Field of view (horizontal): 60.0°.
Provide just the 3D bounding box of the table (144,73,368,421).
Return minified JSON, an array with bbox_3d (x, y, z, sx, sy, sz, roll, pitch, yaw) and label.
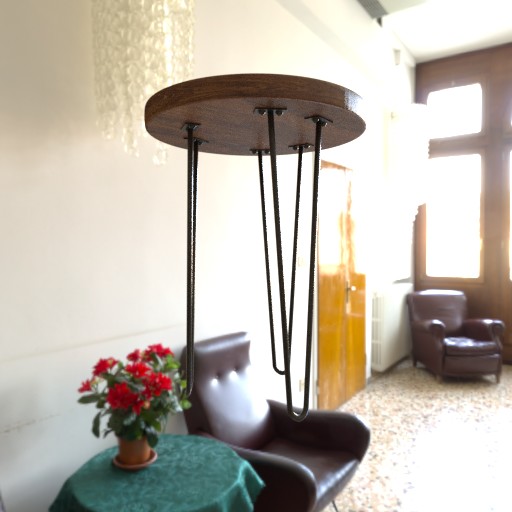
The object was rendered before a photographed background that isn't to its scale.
[{"bbox_3d":[0.000,0.000,0.823,0.400,0.520,0.400,0,1,0],"label":"table"}]
